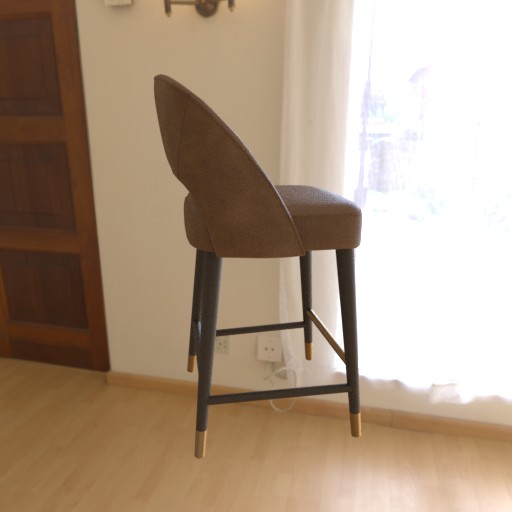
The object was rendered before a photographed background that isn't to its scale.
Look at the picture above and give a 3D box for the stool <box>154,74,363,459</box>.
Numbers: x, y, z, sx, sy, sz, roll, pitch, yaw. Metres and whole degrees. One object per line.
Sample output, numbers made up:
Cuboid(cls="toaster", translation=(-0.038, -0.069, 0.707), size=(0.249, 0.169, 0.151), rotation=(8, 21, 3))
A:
Cuboid(cls="stool", translation=(0.000, 0.000, 1.254), size=(0.509, 0.940, 0.494), rotation=(-3, 16, -11))
